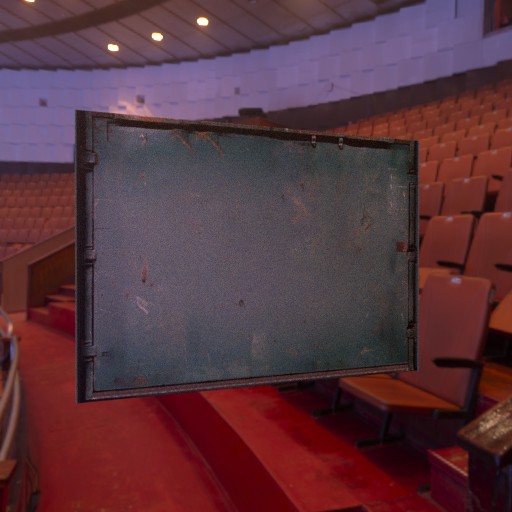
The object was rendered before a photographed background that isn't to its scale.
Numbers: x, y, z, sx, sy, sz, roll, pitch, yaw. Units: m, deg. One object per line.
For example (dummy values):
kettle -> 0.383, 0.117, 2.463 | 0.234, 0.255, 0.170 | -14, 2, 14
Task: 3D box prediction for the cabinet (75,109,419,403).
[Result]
cabinet -> 0.000, 0.000, 4.034 | 3.001, 2.160, 0.680 | 0, 1, -18
